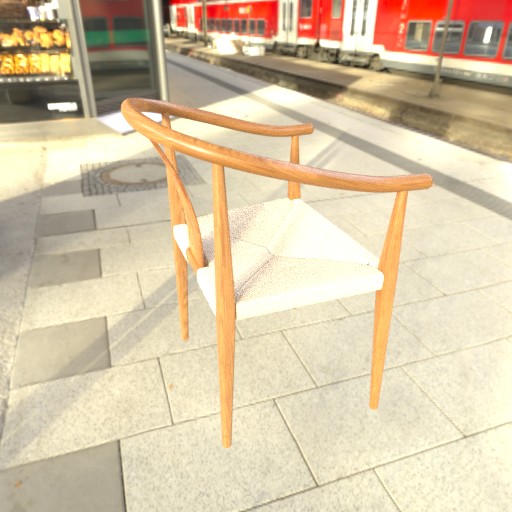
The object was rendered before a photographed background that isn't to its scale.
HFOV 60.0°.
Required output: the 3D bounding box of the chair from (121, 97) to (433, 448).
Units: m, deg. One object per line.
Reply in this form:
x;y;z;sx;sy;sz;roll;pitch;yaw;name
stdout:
0.000;0.000;1.174;0.579;0.800;0.556;-11;30;-19;chair
